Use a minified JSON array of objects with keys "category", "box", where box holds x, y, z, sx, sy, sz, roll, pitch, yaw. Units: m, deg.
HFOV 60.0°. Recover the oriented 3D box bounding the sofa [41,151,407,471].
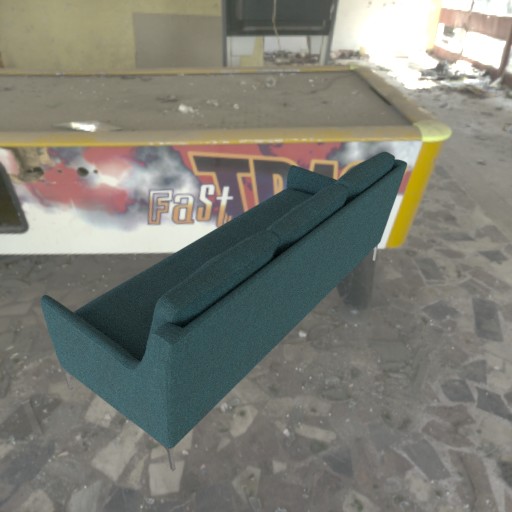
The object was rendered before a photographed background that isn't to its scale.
[{"category":"sofa","box":[0.000,0.000,2.454,0.849,0.837,2.060,21,38,30]}]
